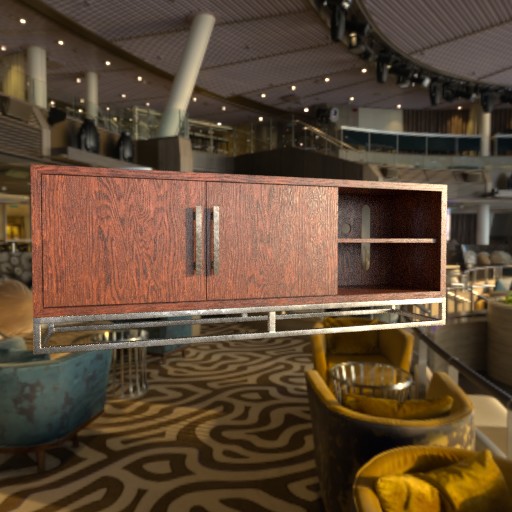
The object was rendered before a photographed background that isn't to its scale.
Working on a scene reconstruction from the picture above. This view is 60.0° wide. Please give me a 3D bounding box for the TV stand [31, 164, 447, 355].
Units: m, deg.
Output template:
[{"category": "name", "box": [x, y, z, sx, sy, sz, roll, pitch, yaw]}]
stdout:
[{"category": "TV stand", "box": [0.000, 0.000, 1.745, 1.541, 0.578, 0.382, -1, 2, -18]}]
